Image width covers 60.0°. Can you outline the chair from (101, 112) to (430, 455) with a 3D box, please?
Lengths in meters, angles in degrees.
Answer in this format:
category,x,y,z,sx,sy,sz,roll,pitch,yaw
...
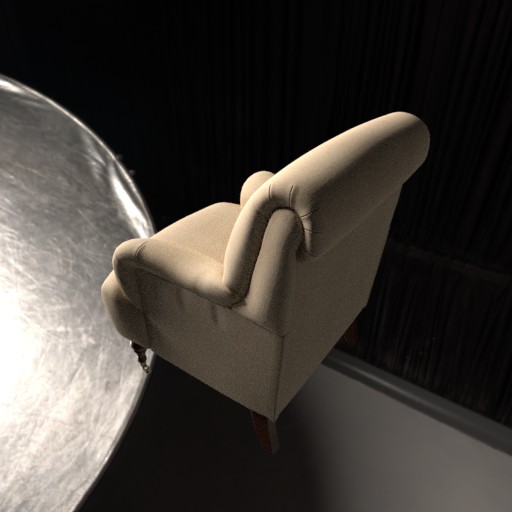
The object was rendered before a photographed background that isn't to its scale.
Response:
category,x,y,z,sx,sy,sz,roll,pitch,yaw
chair,0.000,0.000,1.520,0.842,0.944,0.766,20,37,29
